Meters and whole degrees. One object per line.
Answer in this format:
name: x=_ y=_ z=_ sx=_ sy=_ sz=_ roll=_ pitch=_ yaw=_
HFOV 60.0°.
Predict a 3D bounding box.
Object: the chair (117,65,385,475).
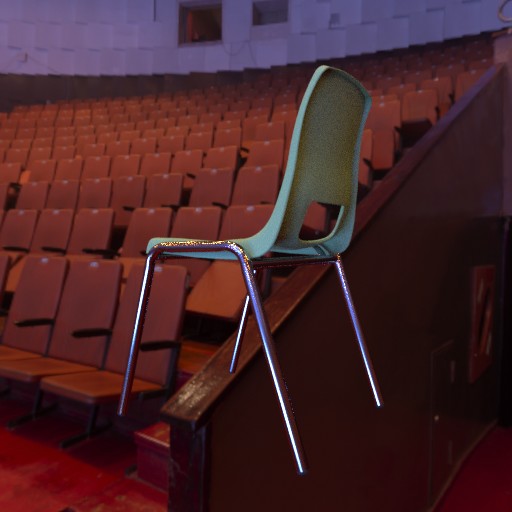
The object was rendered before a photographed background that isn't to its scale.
chair: x=0.000 y=0.000 z=0.926 sx=0.436 sy=0.653 sz=0.381 roll=1 pitch=2 yaw=35
